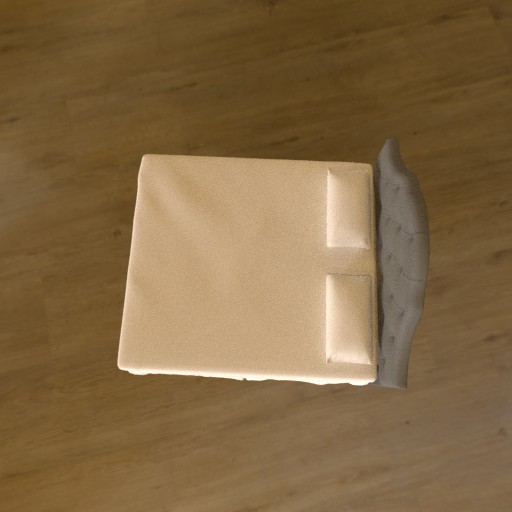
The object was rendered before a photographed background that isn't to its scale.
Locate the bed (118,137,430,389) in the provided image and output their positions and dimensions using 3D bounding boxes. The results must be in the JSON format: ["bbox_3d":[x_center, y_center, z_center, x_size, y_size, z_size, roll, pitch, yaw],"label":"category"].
[{"bbox_3d":[0.000,0.000,3.607,2.214,1.615,2.008,3,76,1],"label":"bed"}]
